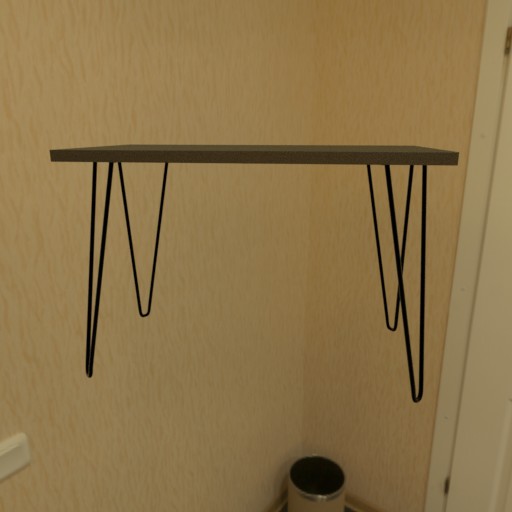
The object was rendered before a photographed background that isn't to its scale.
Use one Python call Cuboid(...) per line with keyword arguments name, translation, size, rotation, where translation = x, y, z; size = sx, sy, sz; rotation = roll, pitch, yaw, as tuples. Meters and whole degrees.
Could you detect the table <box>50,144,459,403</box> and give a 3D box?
Cuboid(name="table", translation=(0.000, 0.000, 1.388), size=(0.991, 0.660, 0.499), rotation=(2, 16, 7))
